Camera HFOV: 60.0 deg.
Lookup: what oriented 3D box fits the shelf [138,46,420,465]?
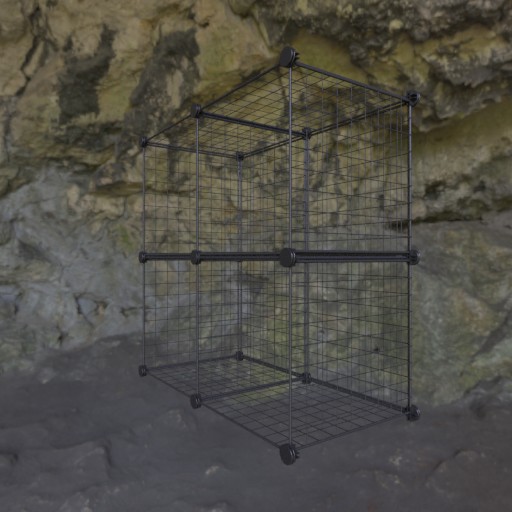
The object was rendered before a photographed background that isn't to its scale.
[{"bbox_3d":[0.000,0.000,1.133,0.356,0.711,0.711,0,0,-35],"label":"shelf"}]
